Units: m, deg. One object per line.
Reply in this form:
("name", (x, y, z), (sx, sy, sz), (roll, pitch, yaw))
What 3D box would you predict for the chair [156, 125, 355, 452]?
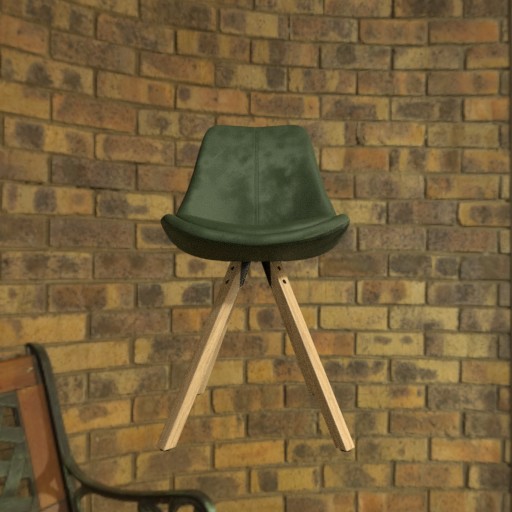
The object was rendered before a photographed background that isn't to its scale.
("chair", (0.000, 0.000, 1.200), (0.483, 0.865, 0.547), (0, -1, 0))
